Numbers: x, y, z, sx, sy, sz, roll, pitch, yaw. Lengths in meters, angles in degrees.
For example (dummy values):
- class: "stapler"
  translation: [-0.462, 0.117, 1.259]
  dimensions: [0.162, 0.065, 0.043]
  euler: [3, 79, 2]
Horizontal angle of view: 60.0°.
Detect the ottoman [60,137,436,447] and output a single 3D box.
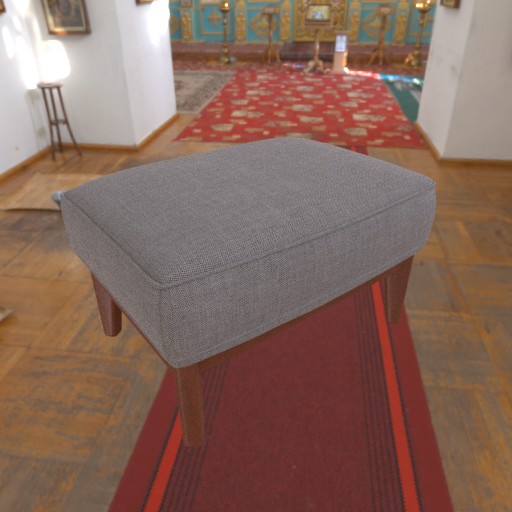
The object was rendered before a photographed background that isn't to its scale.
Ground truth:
- class: "ottoman"
  translation: [0.000, 0.000, 1.107]
  dimensions: [0.750, 0.458, 0.555]
  euler: [-21, 36, -32]
